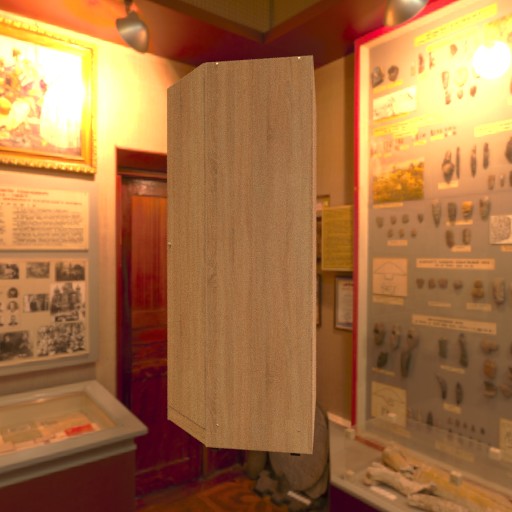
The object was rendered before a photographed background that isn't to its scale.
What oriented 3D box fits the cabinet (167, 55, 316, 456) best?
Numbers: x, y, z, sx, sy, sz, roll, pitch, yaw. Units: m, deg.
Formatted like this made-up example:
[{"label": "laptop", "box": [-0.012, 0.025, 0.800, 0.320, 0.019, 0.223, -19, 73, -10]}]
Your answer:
[{"label": "cabinet", "box": [0.000, 0.000, 2.944, 1.094, 2.120, 1.327, 0, 1, -36]}]
